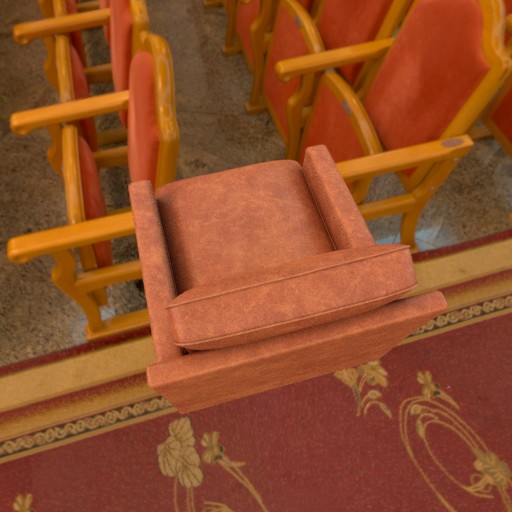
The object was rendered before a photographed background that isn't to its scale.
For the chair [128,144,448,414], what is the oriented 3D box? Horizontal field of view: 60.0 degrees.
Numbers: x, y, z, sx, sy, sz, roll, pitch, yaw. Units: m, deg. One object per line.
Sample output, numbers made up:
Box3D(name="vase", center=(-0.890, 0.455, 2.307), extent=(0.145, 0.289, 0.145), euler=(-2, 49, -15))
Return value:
Box3D(name="chair", center=(0.000, 0.000, 1.711), extent=(0.853, 0.943, 1.014), euler=(-13, 59, -8))
